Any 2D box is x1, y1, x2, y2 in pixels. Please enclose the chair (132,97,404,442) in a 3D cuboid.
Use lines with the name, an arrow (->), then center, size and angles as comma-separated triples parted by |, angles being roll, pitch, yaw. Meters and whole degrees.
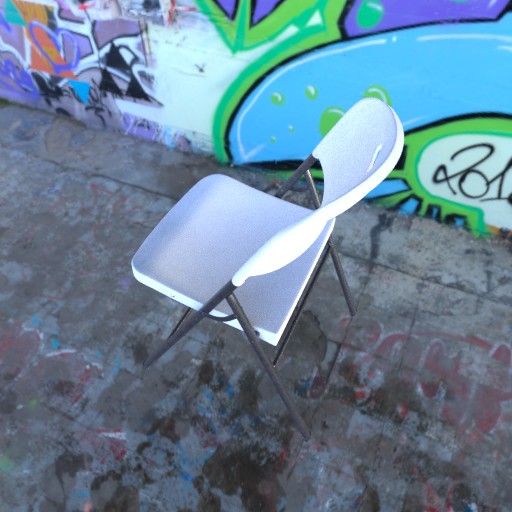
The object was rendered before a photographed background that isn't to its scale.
chair -> 0.000, 0.000, 1.161 | 0.566, 0.810, 0.494 | 19, 50, 16
